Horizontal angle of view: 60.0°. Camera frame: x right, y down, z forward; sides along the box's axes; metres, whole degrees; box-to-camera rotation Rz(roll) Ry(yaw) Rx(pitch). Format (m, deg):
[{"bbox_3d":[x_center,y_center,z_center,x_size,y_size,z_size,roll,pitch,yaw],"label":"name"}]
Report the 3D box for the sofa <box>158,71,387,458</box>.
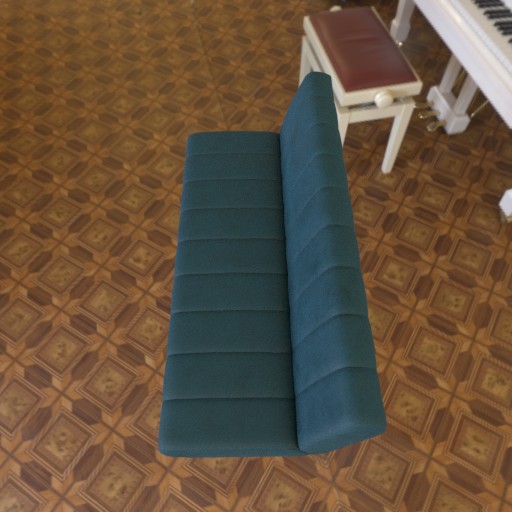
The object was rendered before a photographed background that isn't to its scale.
[{"bbox_3d":[0.000,0.000,2.215,0.830,0.825,1.810,-1,58,0],"label":"sofa"}]
